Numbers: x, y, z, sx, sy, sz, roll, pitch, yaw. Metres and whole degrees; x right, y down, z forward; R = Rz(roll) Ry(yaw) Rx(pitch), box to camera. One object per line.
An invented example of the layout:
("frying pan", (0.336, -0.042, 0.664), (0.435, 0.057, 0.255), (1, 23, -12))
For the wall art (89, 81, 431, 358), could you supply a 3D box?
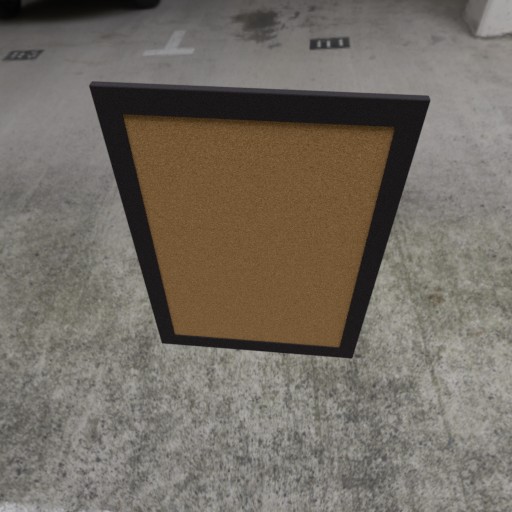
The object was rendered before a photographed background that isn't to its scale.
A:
("wall art", (0.000, 0.000, 0.678), (0.374, 0.529, 0.012), (4, 47, 4))
